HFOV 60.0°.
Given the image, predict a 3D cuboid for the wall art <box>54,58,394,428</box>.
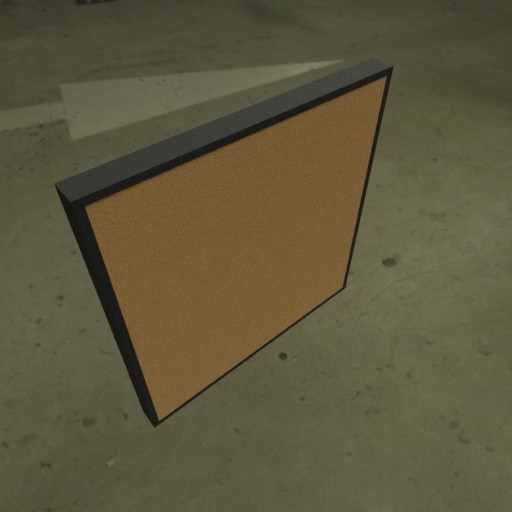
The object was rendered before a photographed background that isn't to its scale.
[{"bbox_3d":[0.000,0.000,0.739,0.509,0.509,0.040,-31,53,-27],"label":"wall art"}]
